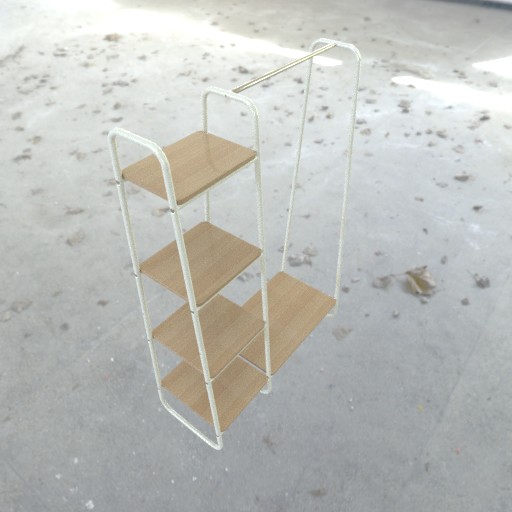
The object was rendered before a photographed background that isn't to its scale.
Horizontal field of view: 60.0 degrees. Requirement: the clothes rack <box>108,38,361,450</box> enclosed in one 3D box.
[{"bbox_3d":[0.000,0.000,1.897,0.400,1.500,1.011,28,48,28],"label":"clothes rack"}]
